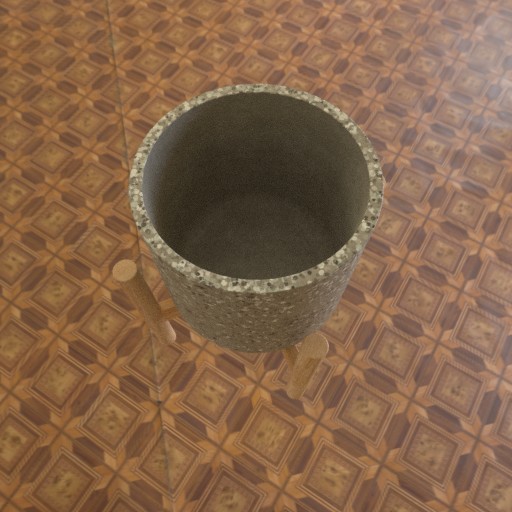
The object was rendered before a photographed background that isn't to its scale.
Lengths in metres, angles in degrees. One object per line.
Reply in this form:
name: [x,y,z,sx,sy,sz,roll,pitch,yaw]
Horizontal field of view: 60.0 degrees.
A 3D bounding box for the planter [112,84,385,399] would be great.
planter: [0.000,0.000,0.532,0.284,0.320,0.284,0,64,0]
